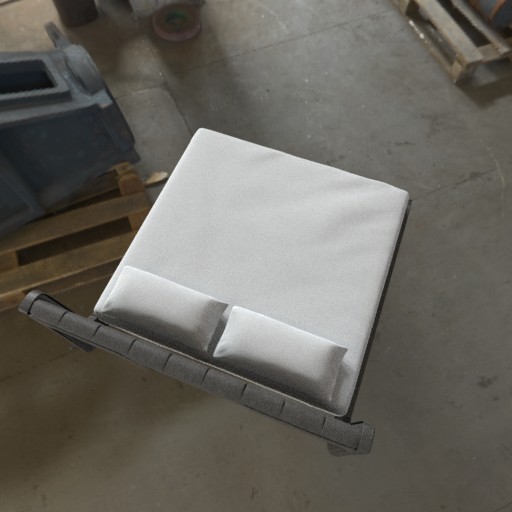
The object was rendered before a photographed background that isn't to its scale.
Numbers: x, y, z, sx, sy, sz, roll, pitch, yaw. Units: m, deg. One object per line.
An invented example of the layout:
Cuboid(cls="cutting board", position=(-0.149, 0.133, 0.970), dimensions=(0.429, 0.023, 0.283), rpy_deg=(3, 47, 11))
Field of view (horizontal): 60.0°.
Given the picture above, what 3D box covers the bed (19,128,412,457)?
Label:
Cuboid(cls="bed", position=(0.000, 0.000, 3.086), dimensions=(1.903, 1.158, 2.031), rpy_deg=(19, 66, 9))
